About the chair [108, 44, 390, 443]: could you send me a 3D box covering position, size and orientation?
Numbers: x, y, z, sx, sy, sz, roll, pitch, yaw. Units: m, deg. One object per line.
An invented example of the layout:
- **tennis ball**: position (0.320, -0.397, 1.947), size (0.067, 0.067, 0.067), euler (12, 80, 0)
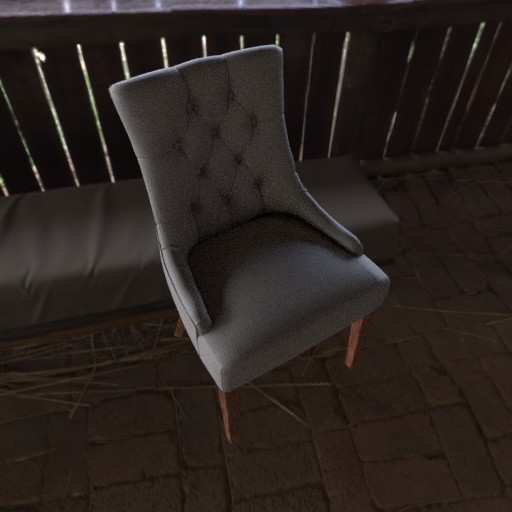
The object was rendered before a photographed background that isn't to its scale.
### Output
- **chair**: position (0.000, 0.000, 1.193), size (0.509, 0.874, 0.565), euler (-24, 51, -22)
